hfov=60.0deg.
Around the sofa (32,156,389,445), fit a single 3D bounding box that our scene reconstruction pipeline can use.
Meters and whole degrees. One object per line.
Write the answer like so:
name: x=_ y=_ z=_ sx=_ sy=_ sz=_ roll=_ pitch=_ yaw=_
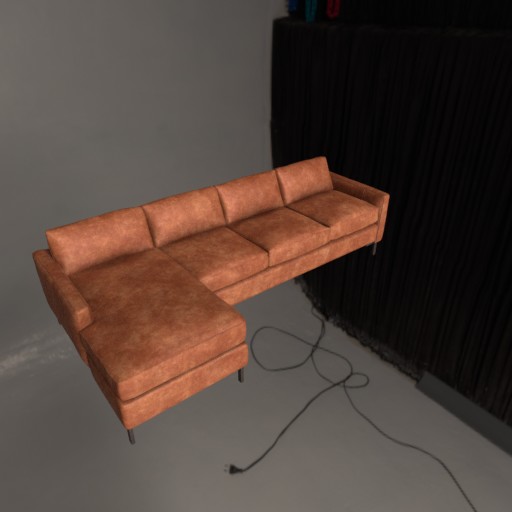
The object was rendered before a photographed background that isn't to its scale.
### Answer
sofa: x=0.000 y=0.000 z=3.602 sx=2.993 sy=0.859 sz=1.471 roll=-21 pitch=36 yaw=-32
